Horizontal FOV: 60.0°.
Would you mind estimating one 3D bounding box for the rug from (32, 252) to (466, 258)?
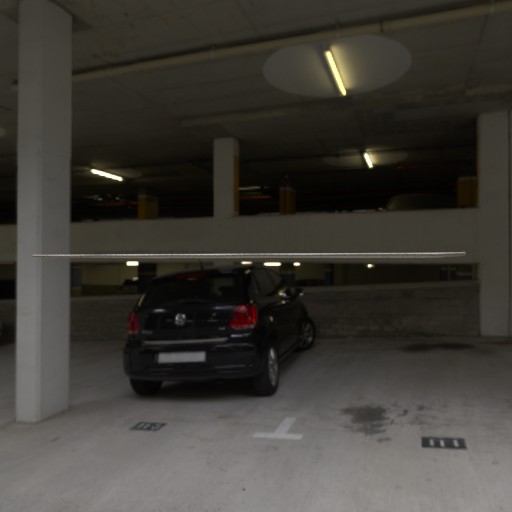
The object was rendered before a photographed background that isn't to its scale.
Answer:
[{"bbox_3d":[0.000,0.000,1.072,0.869,0.008,0.511,0,-1,19],"label":"rug"}]
